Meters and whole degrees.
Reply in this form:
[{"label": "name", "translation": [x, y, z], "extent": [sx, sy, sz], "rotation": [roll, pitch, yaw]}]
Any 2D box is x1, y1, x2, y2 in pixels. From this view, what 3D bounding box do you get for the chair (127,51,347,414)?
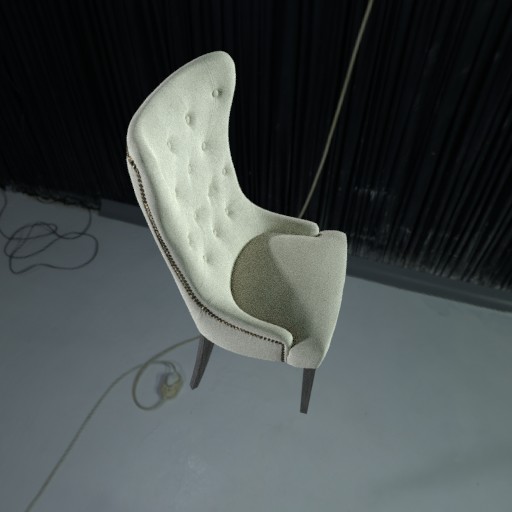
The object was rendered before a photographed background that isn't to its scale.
[{"label": "chair", "translation": [0.000, 0.000, 1.440], "extent": [0.590, 1.065, 0.584], "rotation": [11, 48, 10]}]
